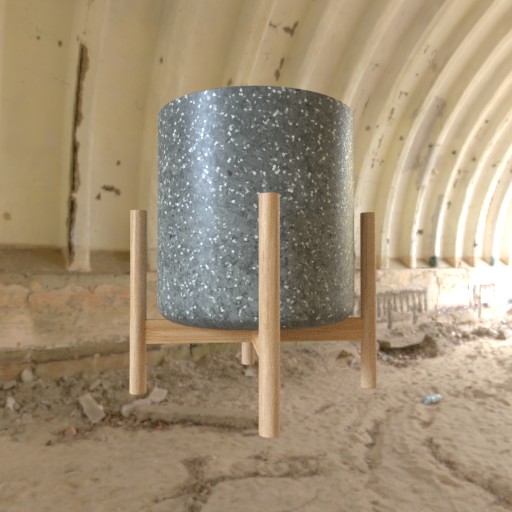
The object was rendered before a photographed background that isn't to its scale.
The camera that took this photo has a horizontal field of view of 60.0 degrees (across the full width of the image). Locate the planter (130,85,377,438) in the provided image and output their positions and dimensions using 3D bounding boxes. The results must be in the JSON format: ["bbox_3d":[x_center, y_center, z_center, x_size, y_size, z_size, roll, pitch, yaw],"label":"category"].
[{"bbox_3d":[0.000,0.000,0.698,0.360,0.419,0.360,0,-1,18],"label":"planter"}]
